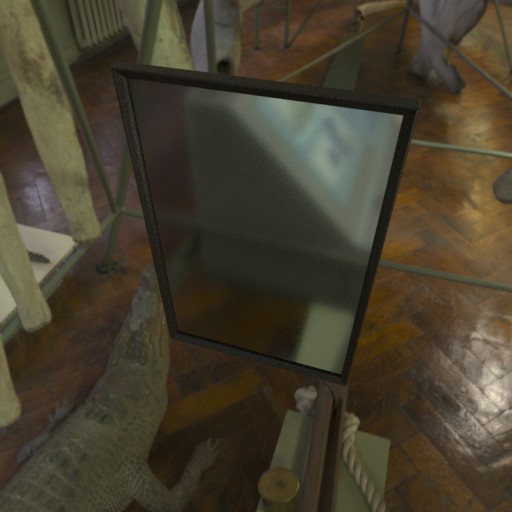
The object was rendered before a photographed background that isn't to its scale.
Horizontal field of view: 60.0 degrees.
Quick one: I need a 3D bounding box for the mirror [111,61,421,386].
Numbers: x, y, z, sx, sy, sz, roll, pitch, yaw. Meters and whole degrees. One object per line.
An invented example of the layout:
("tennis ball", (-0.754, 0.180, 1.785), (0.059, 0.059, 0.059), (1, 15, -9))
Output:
("mirror", (0.000, 0.000, 1.161), (0.609, 0.915, 0.041), (12, 45, 13))
